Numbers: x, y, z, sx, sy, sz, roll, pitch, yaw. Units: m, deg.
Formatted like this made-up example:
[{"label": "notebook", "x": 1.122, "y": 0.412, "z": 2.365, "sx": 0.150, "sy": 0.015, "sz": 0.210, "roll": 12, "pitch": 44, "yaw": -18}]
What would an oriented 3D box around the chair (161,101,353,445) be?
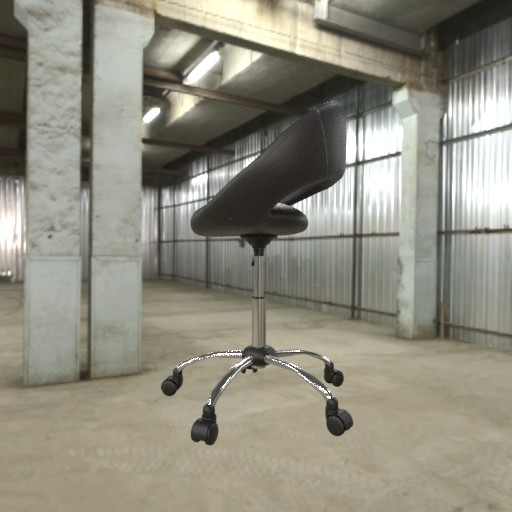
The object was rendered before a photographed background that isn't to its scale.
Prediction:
[{"label": "chair", "x": 0.000, "y": 0.000, "z": 1.213, "sx": 0.538, "sy": 0.791, "sz": 0.612, "roll": 0, "pitch": 1, "yaw": 0}]
